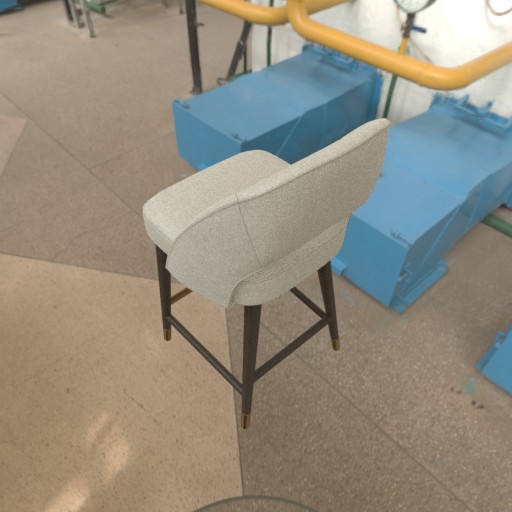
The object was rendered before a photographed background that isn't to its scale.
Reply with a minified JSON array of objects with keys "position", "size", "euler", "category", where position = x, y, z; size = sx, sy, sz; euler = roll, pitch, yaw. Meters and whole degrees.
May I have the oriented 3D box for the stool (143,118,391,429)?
[{"position":[0.000,0.000,1.247],"size":[0.494,0.940,0.509],"euler":[-32,54,-27],"category":"stool"}]
